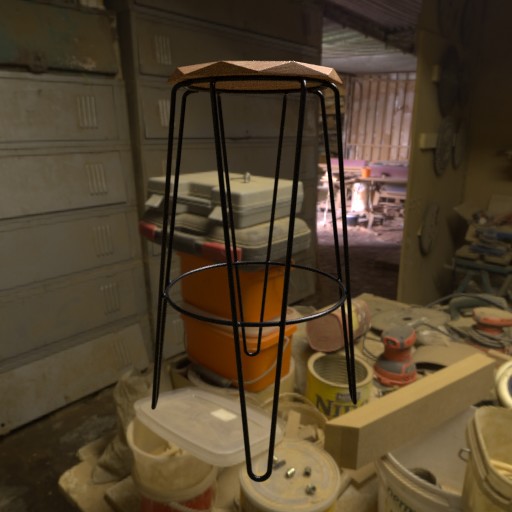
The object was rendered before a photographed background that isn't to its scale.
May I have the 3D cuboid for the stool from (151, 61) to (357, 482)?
[{"bbox_3d":[0.000,0.000,0.791,0.326,0.610,0.326,14,21,41],"label":"stool"}]
